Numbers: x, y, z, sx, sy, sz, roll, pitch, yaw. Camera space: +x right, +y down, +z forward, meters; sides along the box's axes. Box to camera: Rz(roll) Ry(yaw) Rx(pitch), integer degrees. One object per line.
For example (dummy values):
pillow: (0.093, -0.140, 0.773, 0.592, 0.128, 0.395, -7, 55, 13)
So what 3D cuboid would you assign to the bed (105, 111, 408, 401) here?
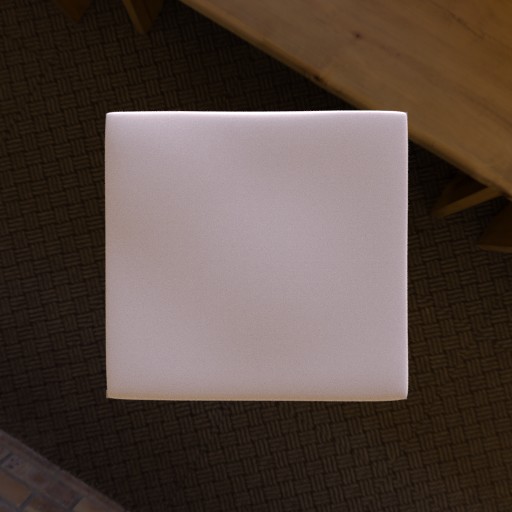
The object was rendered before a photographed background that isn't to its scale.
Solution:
bed: (0.000, 0.000, 3.111, 2.108, 0.510, 2.007, 0, 90, 1)
